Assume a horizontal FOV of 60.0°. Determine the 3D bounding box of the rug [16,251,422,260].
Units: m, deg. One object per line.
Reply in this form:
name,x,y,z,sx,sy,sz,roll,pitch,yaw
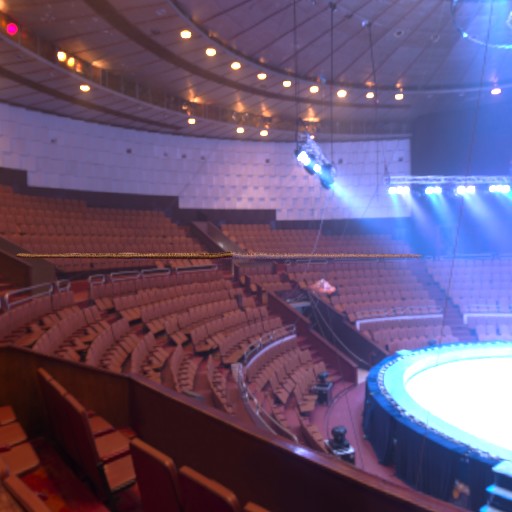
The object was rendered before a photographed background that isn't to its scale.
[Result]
rug,0.000,0.000,2.991,1.521,0.034,2.438,0,0,35
